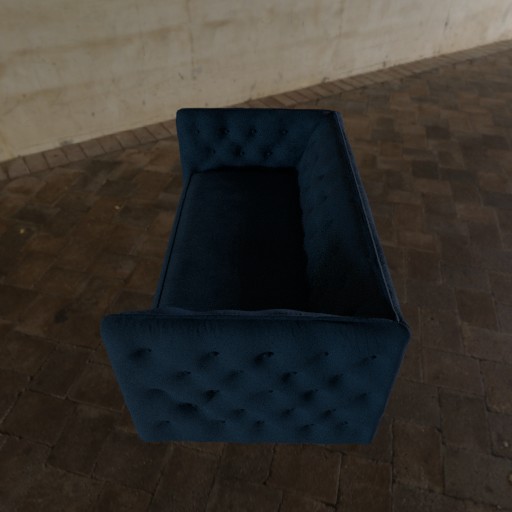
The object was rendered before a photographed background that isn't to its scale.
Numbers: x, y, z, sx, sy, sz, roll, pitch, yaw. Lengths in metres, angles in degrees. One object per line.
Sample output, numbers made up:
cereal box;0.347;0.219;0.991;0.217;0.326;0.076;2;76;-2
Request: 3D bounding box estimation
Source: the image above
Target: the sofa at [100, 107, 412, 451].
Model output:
sofa;0.000;0.000;2.058;0.909;0.810;1.583;1;41;1
